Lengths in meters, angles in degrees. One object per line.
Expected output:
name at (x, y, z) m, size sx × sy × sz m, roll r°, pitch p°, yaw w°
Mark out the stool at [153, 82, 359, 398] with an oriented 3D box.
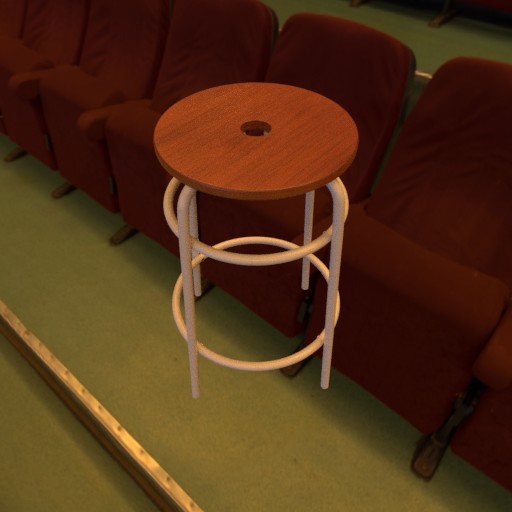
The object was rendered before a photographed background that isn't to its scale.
stool at (0.000, 0.000, 0.950) m, size 0.455 × 0.610 × 0.455 m, roll 32°, pitch 54°, yaw 27°
